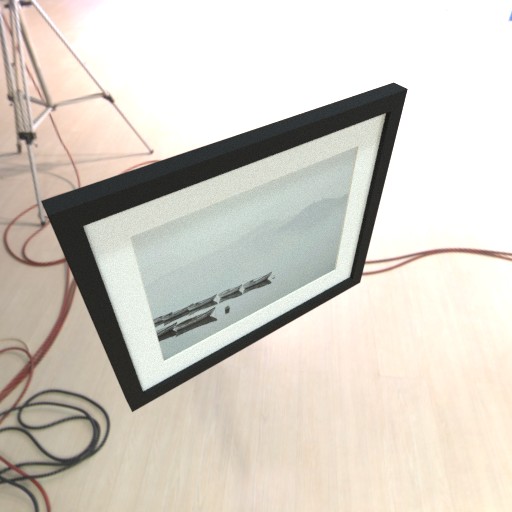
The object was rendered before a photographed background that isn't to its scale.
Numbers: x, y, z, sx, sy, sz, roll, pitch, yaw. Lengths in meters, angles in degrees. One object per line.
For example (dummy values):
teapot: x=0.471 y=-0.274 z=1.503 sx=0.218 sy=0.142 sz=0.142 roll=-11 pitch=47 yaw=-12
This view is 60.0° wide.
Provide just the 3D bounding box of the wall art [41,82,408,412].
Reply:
wall art: x=0.000 y=0.000 z=0.752 sx=0.554 sy=0.454 sz=0.030 roll=-25 pitch=50 yaw=-23
